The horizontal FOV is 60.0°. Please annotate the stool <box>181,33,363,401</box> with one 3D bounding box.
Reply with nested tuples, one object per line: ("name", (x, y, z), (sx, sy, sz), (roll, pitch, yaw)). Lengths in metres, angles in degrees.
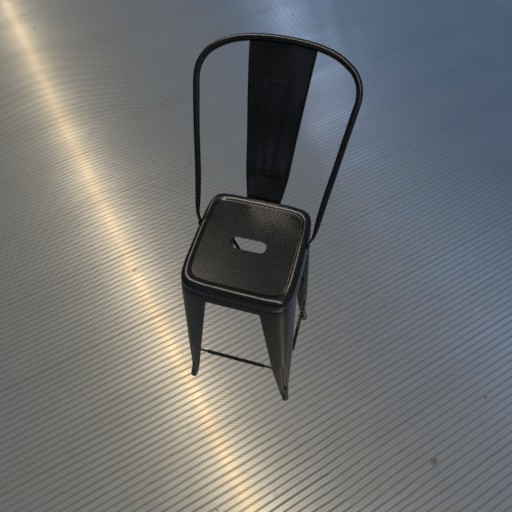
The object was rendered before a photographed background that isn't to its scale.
("stool", (0.000, 0.000, 1.333), (0.399, 1.096, 0.513), (13, 59, 8))
